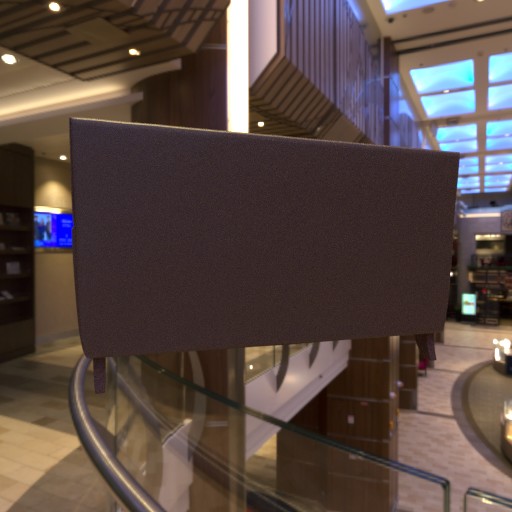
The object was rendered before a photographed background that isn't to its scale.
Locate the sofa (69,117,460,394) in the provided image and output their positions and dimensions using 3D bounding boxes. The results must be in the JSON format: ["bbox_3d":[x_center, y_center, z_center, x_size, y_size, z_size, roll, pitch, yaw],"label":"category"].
[{"bbox_3d":[0.000,0.000,1.960,1.468,0.859,0.853,0,1,-19],"label":"sofa"}]
